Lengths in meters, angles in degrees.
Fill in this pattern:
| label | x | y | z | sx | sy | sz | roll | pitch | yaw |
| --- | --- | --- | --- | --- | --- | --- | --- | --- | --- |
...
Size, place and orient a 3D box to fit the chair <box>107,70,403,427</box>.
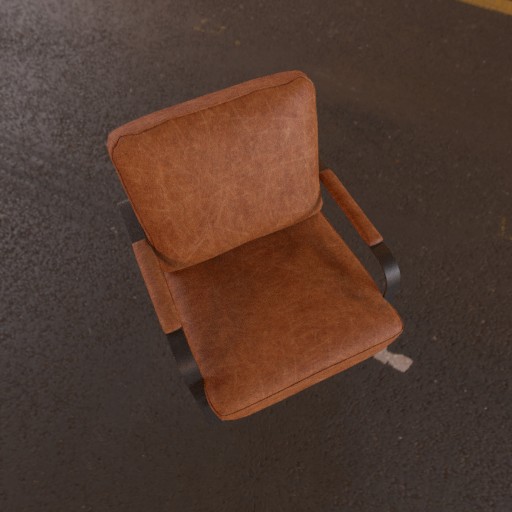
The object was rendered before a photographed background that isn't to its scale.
| label | x | y | z | sx | sy | sz | roll | pitch | yaw |
| --- | --- | --- | --- | --- | --- | --- | --- | --- | --- |
| chair | 0.000 | 0.000 | 1.336 | 0.651 | 0.777 | 0.801 | -22 | 65 | -11 |
